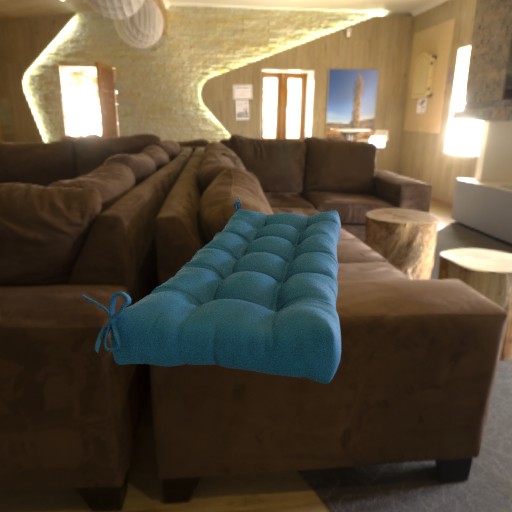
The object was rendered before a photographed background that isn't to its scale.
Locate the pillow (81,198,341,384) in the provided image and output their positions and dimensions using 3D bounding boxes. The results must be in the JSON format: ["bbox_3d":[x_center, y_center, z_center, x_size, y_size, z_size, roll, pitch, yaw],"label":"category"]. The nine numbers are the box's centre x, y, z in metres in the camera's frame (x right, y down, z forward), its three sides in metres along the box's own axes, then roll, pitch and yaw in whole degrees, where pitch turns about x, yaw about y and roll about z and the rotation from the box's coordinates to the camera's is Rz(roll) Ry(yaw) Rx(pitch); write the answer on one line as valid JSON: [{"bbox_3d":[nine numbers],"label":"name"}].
[{"bbox_3d":[0.000,0.000,1.350,0.511,0.174,1.194,3,17,10],"label":"pillow"}]
